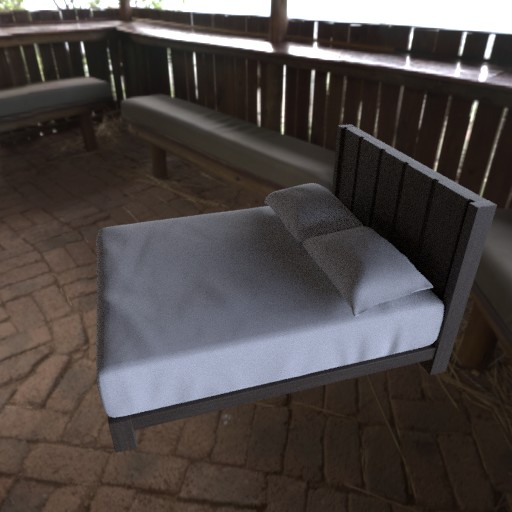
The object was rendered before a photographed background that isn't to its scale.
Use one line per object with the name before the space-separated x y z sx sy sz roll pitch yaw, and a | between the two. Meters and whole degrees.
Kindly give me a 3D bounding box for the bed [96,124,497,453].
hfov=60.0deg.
bed | 0.000 0.000 3.191 2.242 1.270 1.727 -9 32 -14
